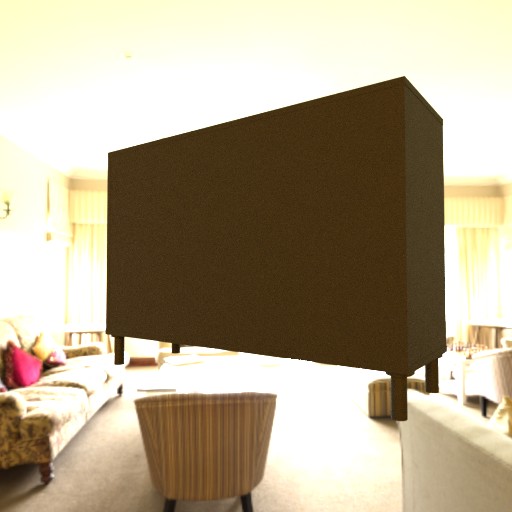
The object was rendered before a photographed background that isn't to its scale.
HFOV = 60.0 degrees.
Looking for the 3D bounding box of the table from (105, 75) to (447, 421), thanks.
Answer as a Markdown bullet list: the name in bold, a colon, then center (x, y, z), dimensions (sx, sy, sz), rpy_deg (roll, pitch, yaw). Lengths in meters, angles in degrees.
- **table**: center (0.000, 0.000, 1.594), dimensions (1.200, 0.855, 0.400), rpy_deg (-1, -3, 36)
